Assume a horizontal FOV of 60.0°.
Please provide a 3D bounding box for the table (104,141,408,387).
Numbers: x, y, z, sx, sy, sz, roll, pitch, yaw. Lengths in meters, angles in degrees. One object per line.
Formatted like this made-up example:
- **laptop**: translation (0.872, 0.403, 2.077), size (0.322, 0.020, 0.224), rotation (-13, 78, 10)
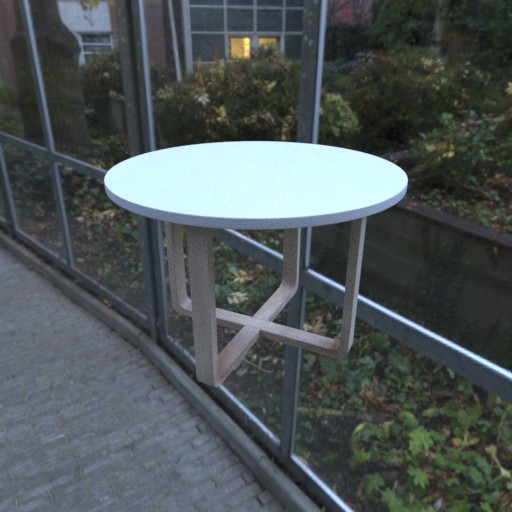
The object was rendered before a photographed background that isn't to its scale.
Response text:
- **table**: translation (0.000, 0.000, 1.000), size (0.600, 0.400, 0.600), rotation (0, 25, 0)
